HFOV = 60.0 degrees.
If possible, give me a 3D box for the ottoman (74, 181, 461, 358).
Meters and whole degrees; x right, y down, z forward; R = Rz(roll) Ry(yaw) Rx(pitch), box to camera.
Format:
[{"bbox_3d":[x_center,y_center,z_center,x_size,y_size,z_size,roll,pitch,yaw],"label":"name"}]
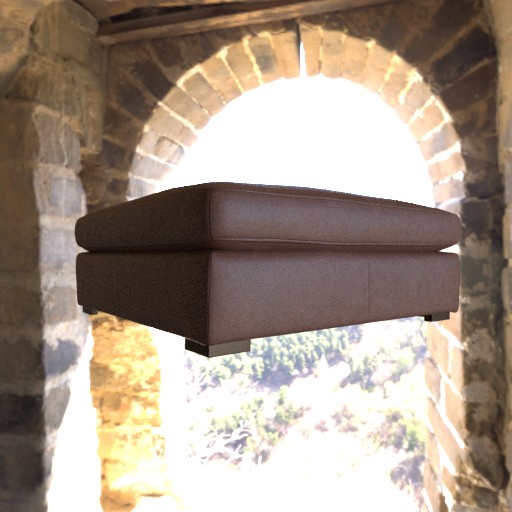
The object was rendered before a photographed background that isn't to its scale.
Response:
[{"bbox_3d":[0.000,0.000,1.816,1.168,0.490,1.168,0,0,-37],"label":"ottoman"}]
